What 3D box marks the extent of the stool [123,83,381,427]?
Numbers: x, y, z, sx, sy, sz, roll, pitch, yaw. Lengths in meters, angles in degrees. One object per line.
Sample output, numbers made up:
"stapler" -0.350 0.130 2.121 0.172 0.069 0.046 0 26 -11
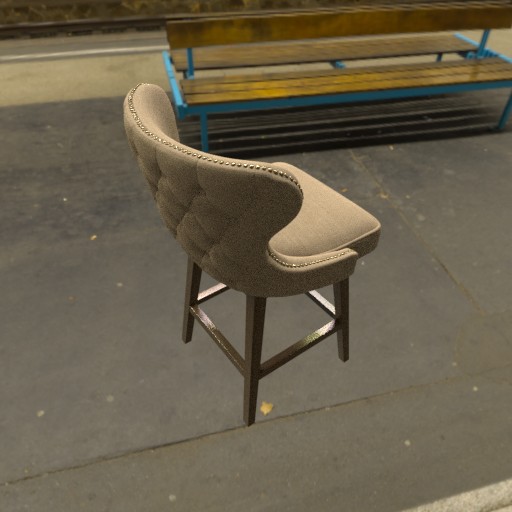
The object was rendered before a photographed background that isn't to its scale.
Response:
"stool" 0.000 0.000 1.356 0.597 0.972 0.615 -25 47 -26
